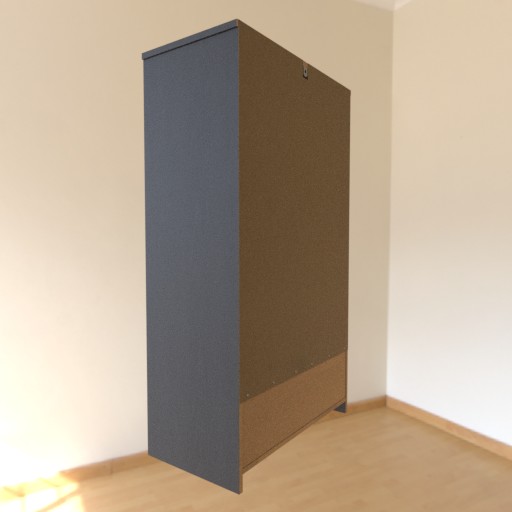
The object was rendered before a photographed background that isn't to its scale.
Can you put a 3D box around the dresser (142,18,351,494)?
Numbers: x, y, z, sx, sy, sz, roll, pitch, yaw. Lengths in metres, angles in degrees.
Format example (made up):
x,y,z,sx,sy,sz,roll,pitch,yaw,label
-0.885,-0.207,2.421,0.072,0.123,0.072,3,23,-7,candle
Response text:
x,y,z,sx,sy,sz,roll,pitch,yaw,label
0.000,0.000,1.562,0.399,1.255,0.704,2,3,36,dresser
